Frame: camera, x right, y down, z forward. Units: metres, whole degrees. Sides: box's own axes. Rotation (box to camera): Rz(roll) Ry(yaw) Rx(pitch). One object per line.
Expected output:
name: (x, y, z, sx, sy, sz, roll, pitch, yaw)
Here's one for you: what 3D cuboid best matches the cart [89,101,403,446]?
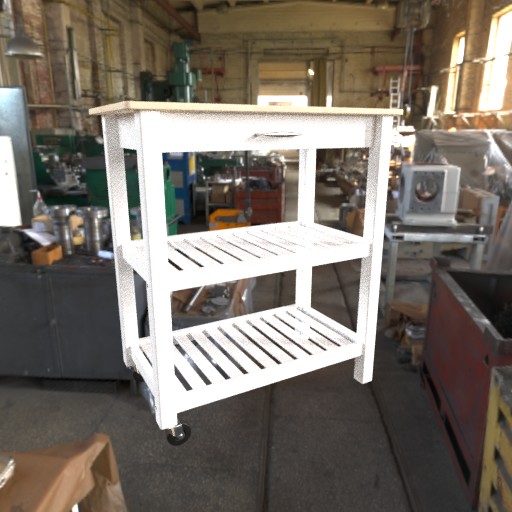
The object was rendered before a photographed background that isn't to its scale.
cart: (0.000, 0.000, 1.476, 0.899, 0.927, 0.457, -9, 18, -28)
